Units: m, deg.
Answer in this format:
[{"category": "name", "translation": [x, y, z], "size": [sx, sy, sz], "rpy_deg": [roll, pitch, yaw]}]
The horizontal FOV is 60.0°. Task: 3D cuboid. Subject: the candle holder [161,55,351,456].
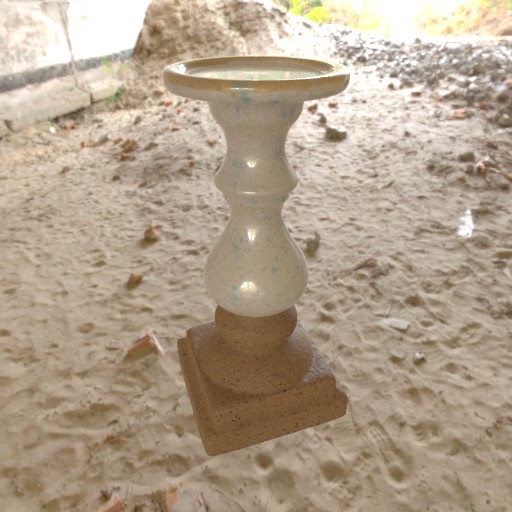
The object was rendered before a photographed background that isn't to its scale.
[{"category": "candle holder", "translation": [0.000, 0.000, 0.301], "size": [0.110, 0.239, 0.110], "rpy_deg": [-10, 32, -17]}]
